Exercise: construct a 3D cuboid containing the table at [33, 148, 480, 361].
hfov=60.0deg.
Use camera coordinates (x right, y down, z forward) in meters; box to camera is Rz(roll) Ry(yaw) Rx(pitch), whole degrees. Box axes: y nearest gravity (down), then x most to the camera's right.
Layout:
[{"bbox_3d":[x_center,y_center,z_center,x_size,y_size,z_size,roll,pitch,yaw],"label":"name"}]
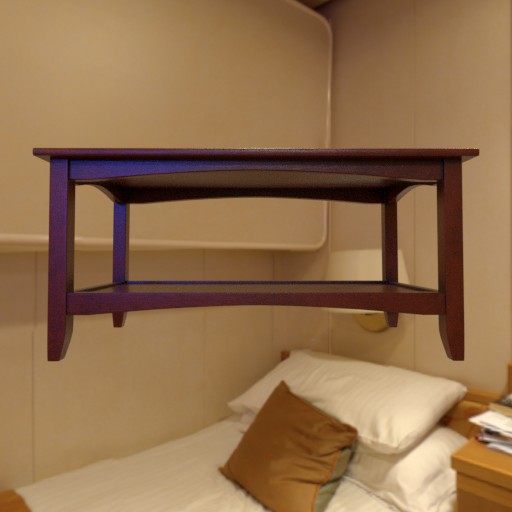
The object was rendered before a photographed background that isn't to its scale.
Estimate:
[{"bbox_3d":[0.000,0.000,1.199,0.943,0.456,0.533,0,0,0],"label":"table"}]
